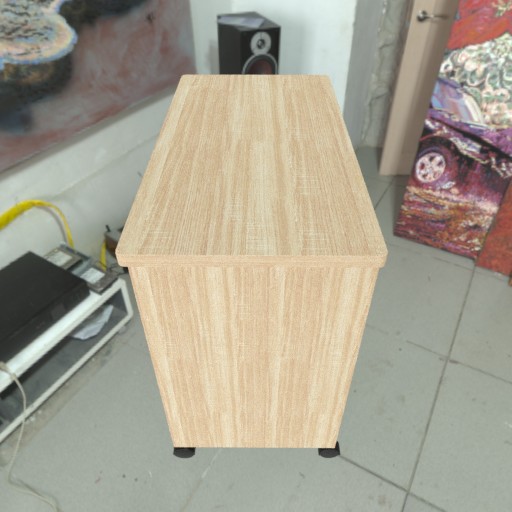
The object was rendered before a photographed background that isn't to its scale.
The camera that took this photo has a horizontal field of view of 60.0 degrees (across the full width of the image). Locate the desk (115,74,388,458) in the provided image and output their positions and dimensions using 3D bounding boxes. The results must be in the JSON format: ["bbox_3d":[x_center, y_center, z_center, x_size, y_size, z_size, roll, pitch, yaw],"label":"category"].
[{"bbox_3d":[0.000,0.000,1.339,0.480,0.770,0.884,0,41,0],"label":"desk"}]
